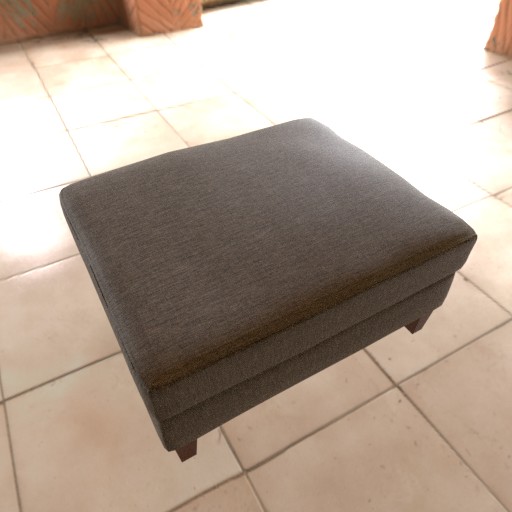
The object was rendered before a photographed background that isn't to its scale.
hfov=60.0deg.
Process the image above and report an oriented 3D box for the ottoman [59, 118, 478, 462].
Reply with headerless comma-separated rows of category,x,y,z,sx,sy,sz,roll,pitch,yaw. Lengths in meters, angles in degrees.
ottoman,0.000,0.000,1.441,0.994,0.492,0.839,-22,48,-21
